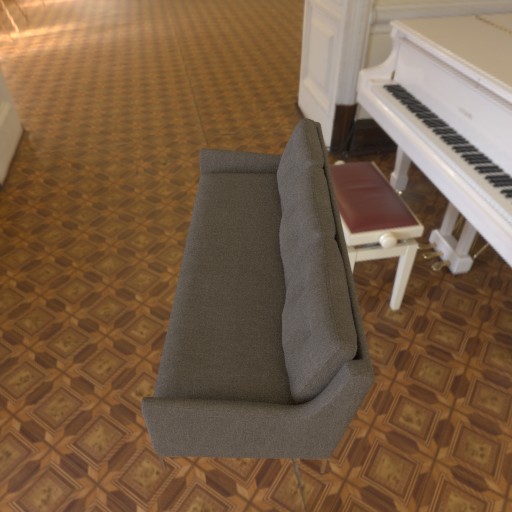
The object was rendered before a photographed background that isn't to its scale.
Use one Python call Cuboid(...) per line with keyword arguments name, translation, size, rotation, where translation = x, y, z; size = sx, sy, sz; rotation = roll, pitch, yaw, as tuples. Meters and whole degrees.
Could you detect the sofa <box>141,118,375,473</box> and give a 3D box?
Cuboid(name="sofa", translation=(0.000, 0.000, 2.491), size=(0.849, 0.837, 2.060), rotation=(1, 41, 1))
